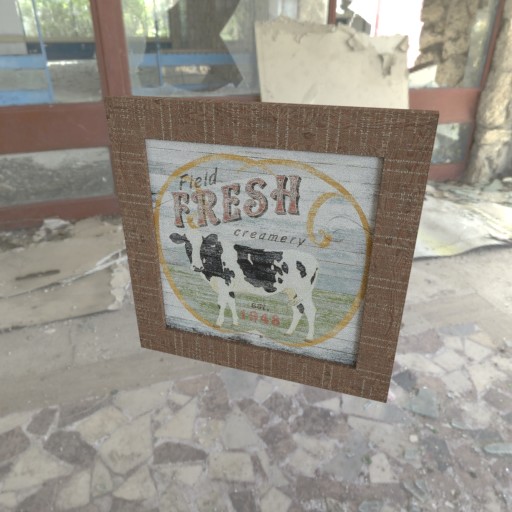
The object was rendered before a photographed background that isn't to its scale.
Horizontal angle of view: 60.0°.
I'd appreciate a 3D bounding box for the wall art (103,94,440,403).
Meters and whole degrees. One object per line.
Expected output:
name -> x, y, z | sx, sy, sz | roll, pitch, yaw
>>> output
wall art -> 0.000, 0.000, 0.806 | 0.531, 0.531, 0.029 | 9, 29, 16
